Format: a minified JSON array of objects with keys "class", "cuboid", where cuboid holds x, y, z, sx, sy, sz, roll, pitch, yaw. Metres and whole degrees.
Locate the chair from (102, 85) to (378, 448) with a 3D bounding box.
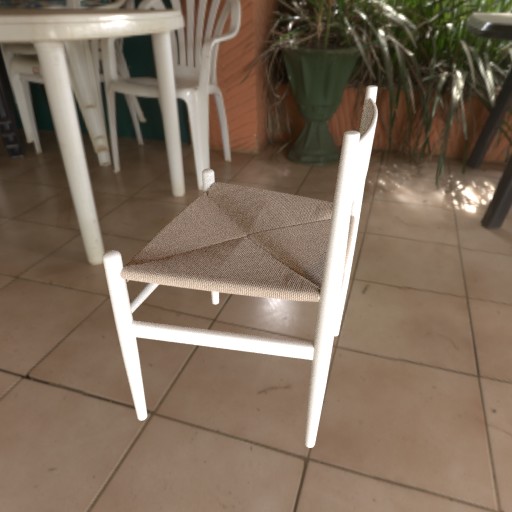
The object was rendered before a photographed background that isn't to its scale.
[{"class":"chair","cuboid":[0.000,0.000,1.113,0.495,0.762,0.556,9,32,14]}]
